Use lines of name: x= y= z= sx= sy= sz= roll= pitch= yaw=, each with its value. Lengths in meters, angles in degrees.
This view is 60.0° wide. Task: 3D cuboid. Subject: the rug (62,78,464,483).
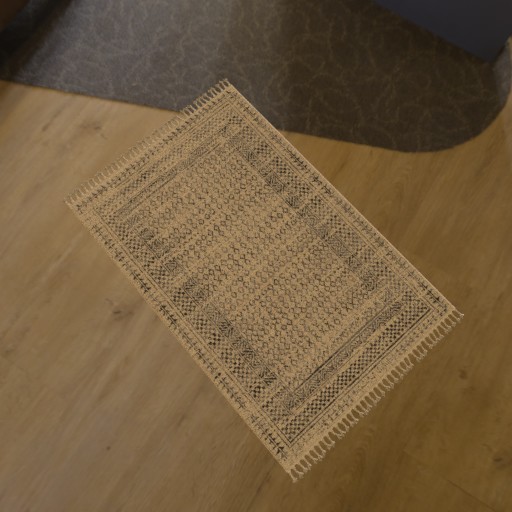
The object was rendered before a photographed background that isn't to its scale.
rug: x=0.000 y=0.000 z=3.057 sx=1.548 sy=0.013 sz=2.486 roll=-40 pitch=78 yaw=-10
